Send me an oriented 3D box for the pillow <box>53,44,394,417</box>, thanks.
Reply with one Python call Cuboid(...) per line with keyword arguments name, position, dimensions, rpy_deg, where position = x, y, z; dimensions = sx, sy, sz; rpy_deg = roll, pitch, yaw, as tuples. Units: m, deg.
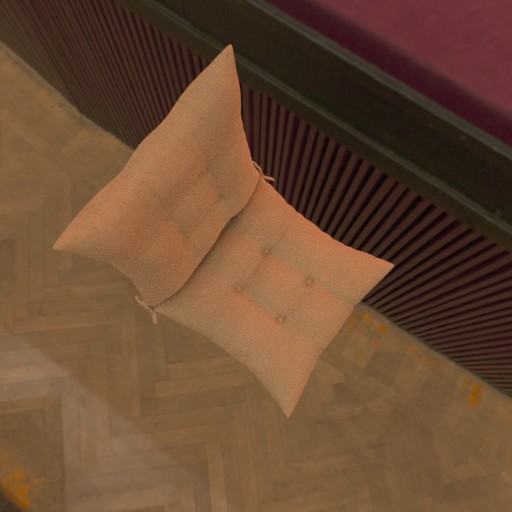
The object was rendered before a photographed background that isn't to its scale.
Cuboid(name="pillow", position=(0.000, 0.000, 1.018), dimensions=(0.585, 0.536, 0.541), rpy_deg=(36, 78, 9))
